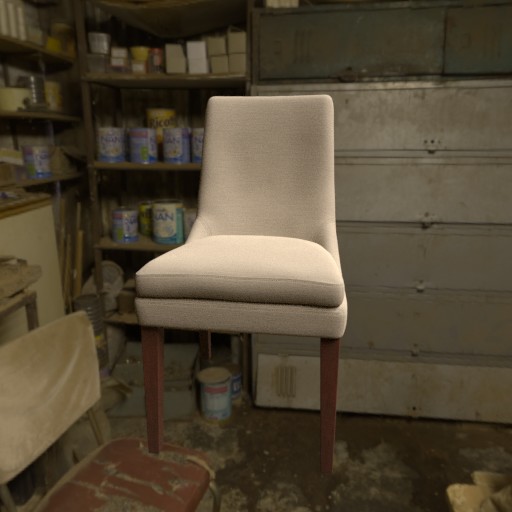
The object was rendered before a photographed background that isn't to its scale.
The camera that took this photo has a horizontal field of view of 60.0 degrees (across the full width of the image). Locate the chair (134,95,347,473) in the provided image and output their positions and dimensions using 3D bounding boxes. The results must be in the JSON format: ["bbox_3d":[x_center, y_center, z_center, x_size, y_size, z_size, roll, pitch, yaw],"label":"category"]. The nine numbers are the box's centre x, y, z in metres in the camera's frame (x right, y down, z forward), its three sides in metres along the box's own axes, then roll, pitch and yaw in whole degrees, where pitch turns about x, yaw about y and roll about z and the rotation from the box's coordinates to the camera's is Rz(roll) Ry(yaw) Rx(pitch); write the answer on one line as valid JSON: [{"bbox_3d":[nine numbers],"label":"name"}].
[{"bbox_3d":[0.000,0.000,1.307,0.515,0.940,0.638,2,15,9],"label":"chair"}]
